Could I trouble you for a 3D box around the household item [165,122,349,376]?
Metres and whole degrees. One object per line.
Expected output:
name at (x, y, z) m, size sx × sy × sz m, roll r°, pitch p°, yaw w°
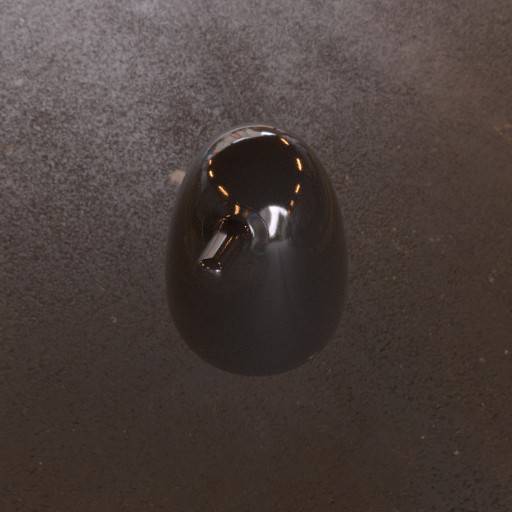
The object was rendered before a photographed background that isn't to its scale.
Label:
household item at (0.000, 0.000, 0.225) m, size 0.102 × 0.152 × 0.104 m, roll 16°, pitch 59°, yaw 10°
